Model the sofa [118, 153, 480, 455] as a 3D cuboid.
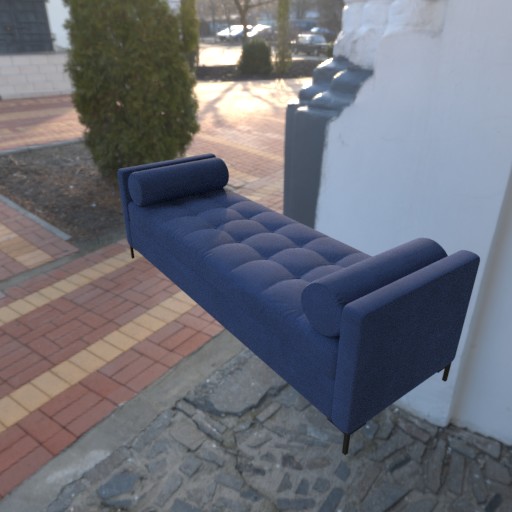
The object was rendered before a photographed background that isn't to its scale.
[{"bbox_3d":[0.000,0.000,2.351,0.686,0.635,1.981,-19,33,-32],"label":"sofa"}]
